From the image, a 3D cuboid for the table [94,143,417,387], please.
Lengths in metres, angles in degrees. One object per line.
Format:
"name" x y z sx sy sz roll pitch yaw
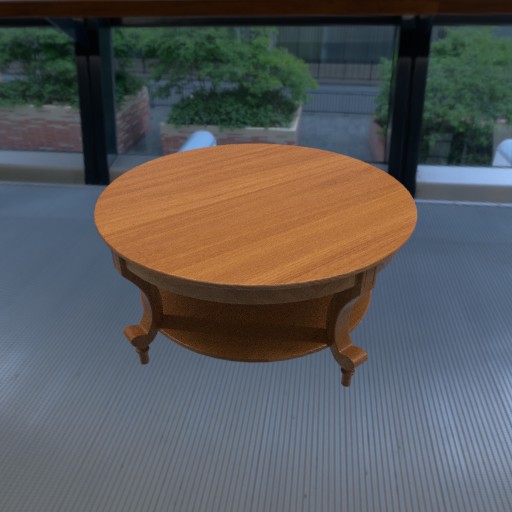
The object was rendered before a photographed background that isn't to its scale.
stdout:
"table" 0.000 0.000 1.597 1.029 0.490 1.029 0 32 0
